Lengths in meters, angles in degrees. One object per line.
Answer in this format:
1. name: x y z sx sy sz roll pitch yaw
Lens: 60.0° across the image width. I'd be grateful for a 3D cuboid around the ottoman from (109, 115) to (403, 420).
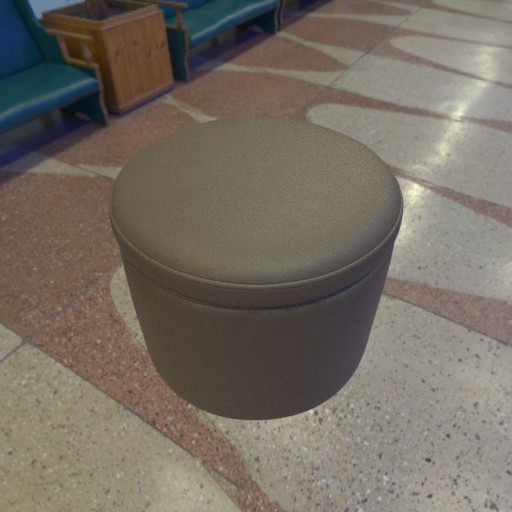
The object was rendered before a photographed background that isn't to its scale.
1. ottoman: 0.000 0.000 0.879 0.500 0.409 0.500 0 43 0
